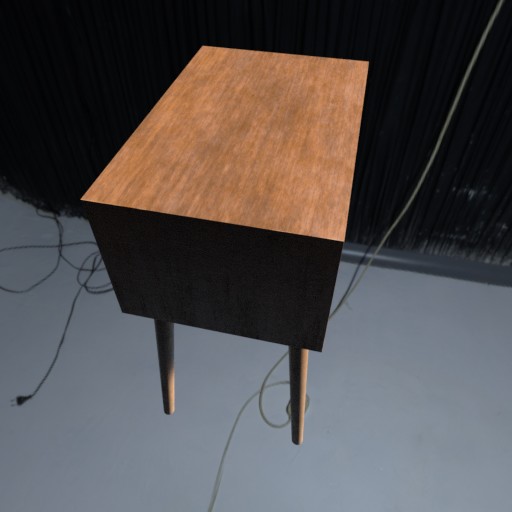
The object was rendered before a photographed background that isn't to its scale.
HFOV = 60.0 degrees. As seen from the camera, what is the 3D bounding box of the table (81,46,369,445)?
[{"bbox_3d":[0.000,0.000,0.847,0.307,0.580,0.454,10,47,9],"label":"table"}]
